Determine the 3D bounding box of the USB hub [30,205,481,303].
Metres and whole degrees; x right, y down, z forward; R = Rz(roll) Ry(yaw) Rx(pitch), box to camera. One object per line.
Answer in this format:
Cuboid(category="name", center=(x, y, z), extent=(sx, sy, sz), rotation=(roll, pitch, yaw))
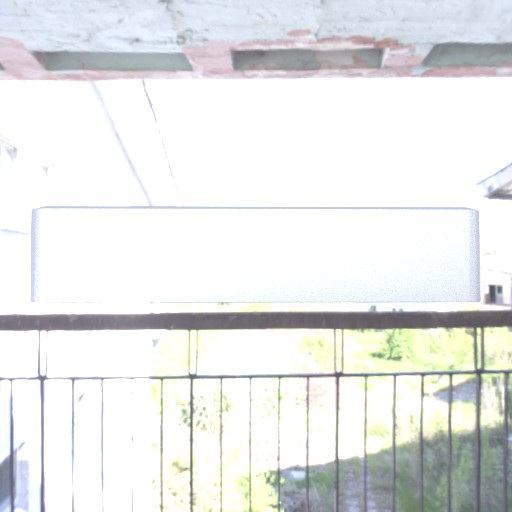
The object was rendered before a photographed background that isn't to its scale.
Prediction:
Cuboid(category="USB hub", center=(0.000, 0.000, 0.127), extent=(0.110, 0.023, 0.044), rotation=(0, -1, -1))
